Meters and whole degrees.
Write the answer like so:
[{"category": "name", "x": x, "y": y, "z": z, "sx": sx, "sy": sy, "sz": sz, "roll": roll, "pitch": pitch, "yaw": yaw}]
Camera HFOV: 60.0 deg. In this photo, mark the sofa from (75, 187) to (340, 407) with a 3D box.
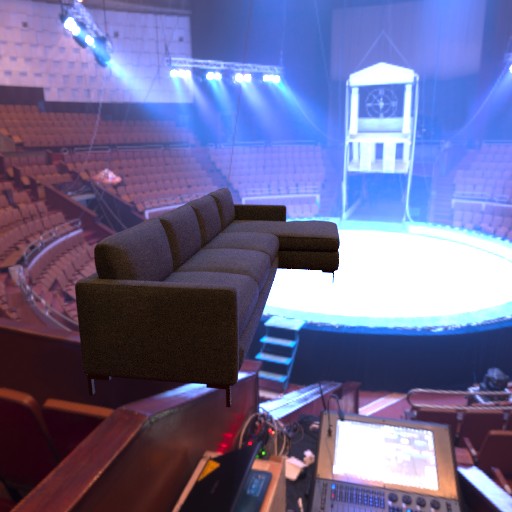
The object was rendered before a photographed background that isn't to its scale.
[{"category": "sofa", "x": 0.000, "y": 0.000, "z": 3.453, "sx": 1.350, "sy": 0.810, "sz": 2.932, "roll": 2, "pitch": 14, "yaw": 8}]
